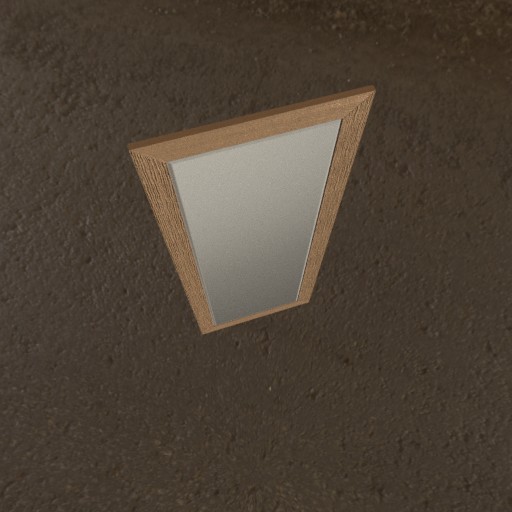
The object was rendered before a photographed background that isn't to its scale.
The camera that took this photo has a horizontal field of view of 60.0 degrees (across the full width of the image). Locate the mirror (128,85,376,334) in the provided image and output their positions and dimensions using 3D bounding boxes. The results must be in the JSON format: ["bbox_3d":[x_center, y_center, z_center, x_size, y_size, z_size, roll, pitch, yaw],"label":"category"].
[{"bbox_3d":[0.000,0.000,2.311,0.812,2.031,0.026,-16,65,-8],"label":"mirror"}]
